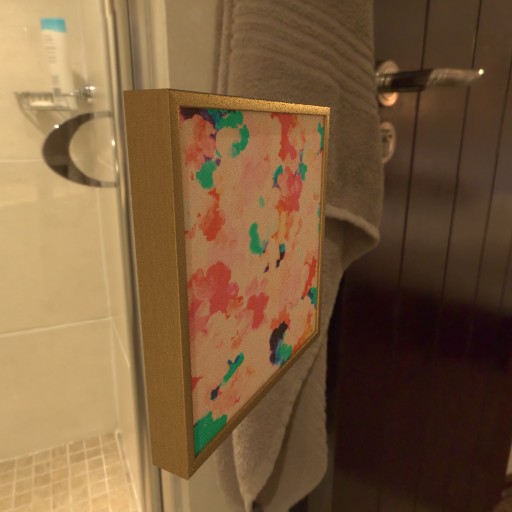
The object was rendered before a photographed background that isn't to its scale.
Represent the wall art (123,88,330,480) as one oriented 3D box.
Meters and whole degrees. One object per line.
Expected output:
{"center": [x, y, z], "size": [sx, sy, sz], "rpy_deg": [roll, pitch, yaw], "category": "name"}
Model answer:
{"center": [0.000, 0.000, 0.461], "size": [0.038, 0.305, 0.304], "rpy_deg": [9, 18, 28], "category": "wall art"}
